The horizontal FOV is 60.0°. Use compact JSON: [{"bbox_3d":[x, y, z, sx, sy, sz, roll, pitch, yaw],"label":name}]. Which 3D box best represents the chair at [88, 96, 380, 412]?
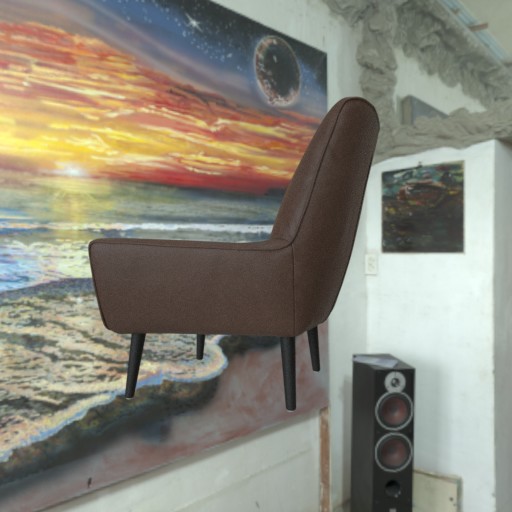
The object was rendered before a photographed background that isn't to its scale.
[{"bbox_3d":[0.000,0.000,1.533,0.824,0.888,0.787,0,0,17],"label":"chair"}]
